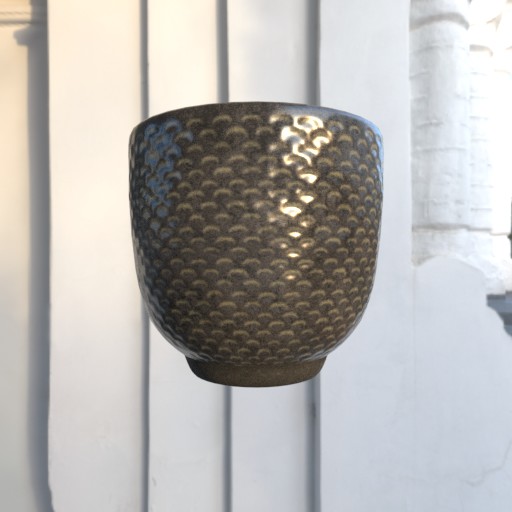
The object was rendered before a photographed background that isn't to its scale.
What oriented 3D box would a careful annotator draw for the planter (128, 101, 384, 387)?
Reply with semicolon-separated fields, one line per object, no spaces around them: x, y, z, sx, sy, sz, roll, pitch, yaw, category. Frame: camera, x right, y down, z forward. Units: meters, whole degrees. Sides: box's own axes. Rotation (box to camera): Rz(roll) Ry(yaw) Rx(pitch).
0.000;0.000;0.311;0.172;0.160;0.172;0;0;0;planter
